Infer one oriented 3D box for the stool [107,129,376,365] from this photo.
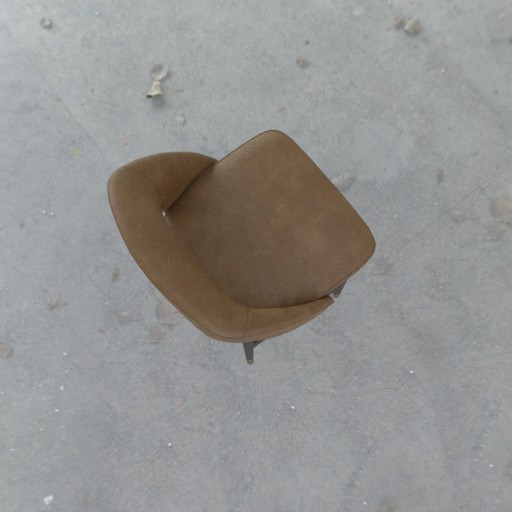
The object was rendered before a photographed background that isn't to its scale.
[{"bbox_3d":[0.000,0.000,1.292,0.509,1.037,0.494,-36,78,-9],"label":"stool"}]
